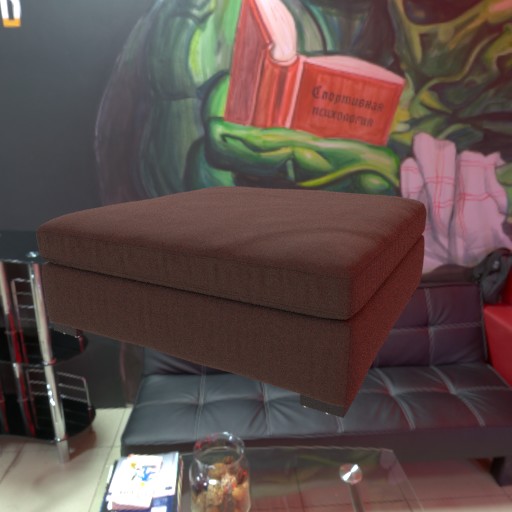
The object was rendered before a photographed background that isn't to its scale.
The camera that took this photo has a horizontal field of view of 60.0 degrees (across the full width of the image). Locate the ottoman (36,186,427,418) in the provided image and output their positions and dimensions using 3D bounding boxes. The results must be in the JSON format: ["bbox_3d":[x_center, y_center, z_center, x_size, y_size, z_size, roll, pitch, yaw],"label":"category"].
[{"bbox_3d":[0.000,0.000,1.831,1.181,0.470,1.181,8,18,27],"label":"ottoman"}]
